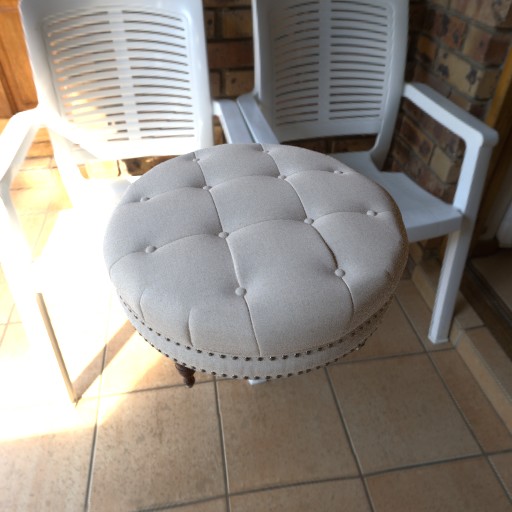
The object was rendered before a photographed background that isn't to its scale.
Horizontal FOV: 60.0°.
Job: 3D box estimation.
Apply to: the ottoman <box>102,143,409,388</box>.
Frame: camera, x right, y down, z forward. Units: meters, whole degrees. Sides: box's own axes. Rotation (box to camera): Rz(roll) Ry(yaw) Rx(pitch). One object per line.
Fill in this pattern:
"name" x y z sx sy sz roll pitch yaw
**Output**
"ottoman" 0.000 0.000 1.483 0.940 0.483 0.940 0 40 0
